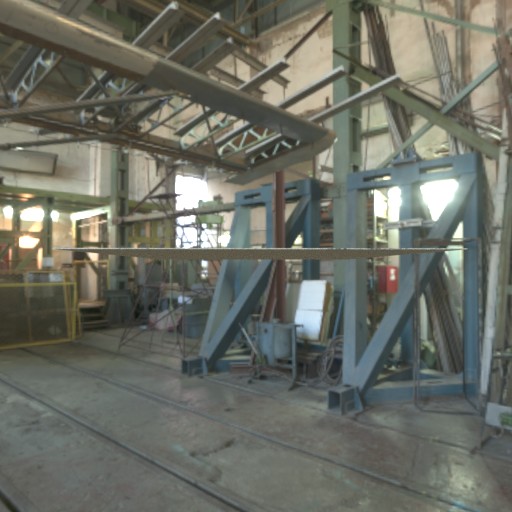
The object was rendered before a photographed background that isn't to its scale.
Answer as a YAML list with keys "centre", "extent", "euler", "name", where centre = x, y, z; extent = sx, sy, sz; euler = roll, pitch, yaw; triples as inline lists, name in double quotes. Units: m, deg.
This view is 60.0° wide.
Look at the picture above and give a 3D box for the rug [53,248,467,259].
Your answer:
- centre: [0.000, 0.000, 4.202]
  extent: [2.438, 0.006, 3.197]
  euler: [0, -2, -1]
  name: "rug"
